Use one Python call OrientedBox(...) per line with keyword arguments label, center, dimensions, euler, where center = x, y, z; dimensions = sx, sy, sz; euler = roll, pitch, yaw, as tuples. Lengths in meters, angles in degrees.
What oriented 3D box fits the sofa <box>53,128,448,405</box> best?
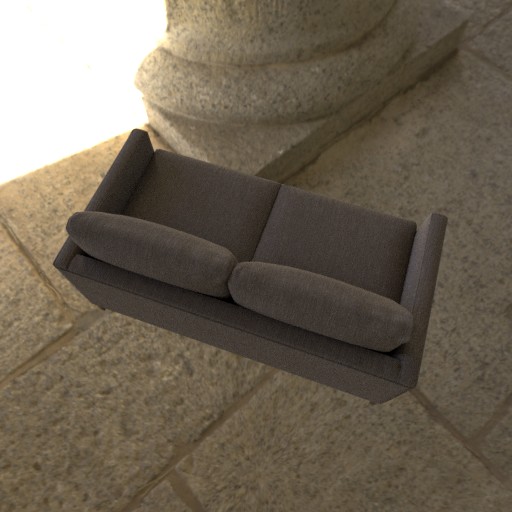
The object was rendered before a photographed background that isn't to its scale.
OrientedBox(label="sofa", center=(0.000, 0.000, 2.234), dimensions=(1.682, 0.840, 0.875), euler=(17, 65, 8))
